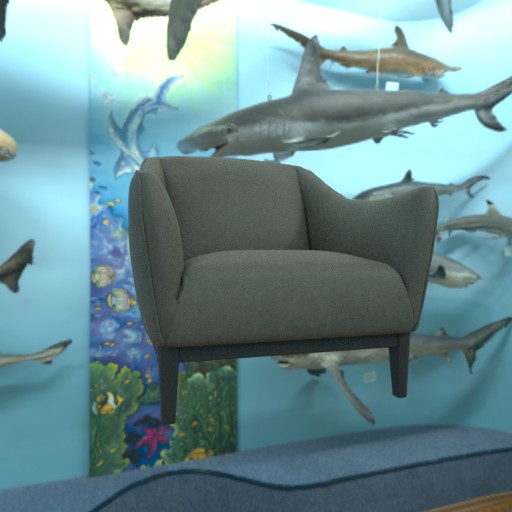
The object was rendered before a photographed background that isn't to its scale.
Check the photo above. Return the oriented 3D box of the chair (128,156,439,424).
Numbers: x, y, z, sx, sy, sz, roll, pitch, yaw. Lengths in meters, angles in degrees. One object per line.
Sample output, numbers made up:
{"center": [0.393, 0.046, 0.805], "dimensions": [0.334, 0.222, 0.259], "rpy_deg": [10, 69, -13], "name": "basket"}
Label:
{"center": [0.000, 0.000, 1.539], "dimensions": [0.871, 0.830, 0.852], "rpy_deg": [0, 0, -18], "name": "chair"}
